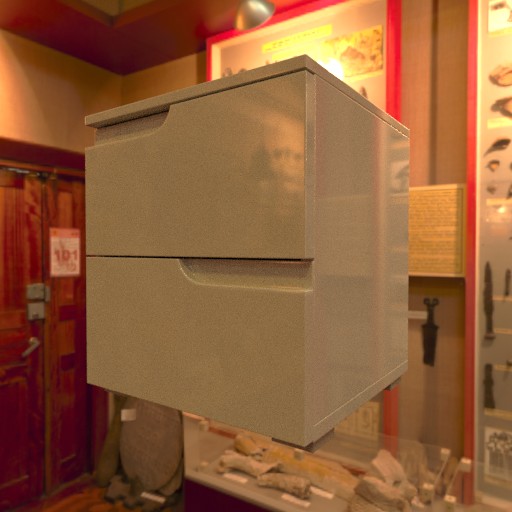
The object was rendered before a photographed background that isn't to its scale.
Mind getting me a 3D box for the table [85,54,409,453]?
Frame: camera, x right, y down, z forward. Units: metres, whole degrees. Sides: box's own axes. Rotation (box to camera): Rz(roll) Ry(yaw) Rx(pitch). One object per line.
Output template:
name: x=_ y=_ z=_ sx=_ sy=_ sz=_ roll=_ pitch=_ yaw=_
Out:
table: x=0.000 y=0.000 z=0.790 sx=0.420 sy=0.470 sz=0.400 roll=1 pitch=1 yaw=35
